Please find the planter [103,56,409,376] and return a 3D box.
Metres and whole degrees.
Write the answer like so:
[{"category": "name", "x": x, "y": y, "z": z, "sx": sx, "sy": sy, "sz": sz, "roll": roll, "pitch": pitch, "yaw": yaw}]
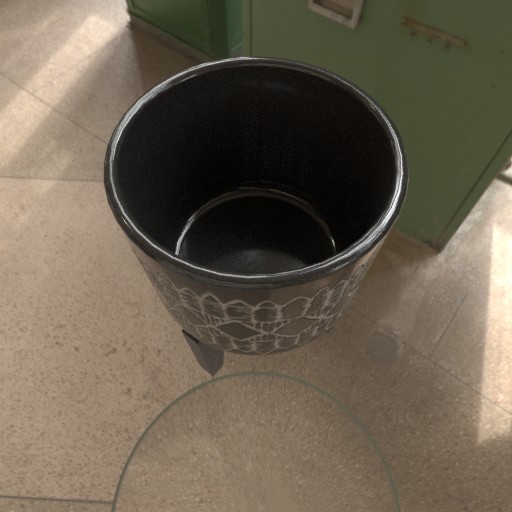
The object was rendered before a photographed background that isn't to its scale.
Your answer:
[{"category": "planter", "x": 0.000, "y": 0.000, "z": 0.264, "sx": 0.129, "sy": 0.177, "sz": 0.129, "roll": 0, "pitch": 60, "yaw": 0}]
